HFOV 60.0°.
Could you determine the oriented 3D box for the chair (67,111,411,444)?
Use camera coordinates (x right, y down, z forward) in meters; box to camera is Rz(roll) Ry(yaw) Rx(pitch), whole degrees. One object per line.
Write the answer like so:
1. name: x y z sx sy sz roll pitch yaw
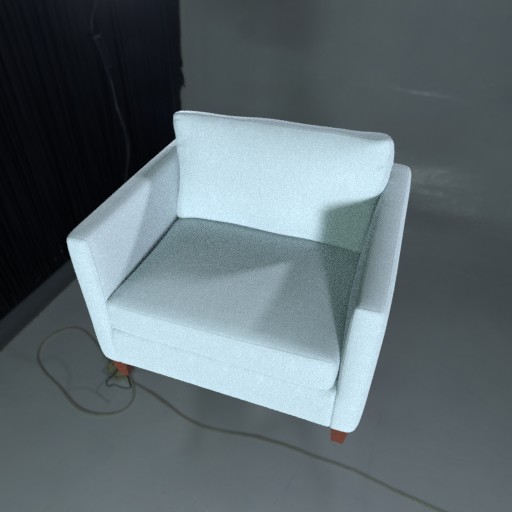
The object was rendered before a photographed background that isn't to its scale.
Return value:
1. chair: 0.000 0.000 1.855 1.107 0.961 0.953 13 41 15
